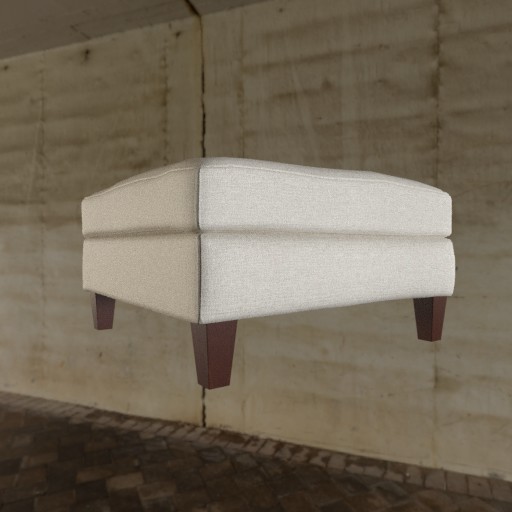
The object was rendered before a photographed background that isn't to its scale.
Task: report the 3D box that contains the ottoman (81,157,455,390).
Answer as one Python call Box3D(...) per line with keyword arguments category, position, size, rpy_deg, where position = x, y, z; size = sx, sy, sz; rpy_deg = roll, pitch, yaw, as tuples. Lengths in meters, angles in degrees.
Box3D(category="ottoman", position=(0.000, 0.000, 1.355), size=(0.838, 0.478, 0.838), rpy_deg=(-1, 2, -35))
